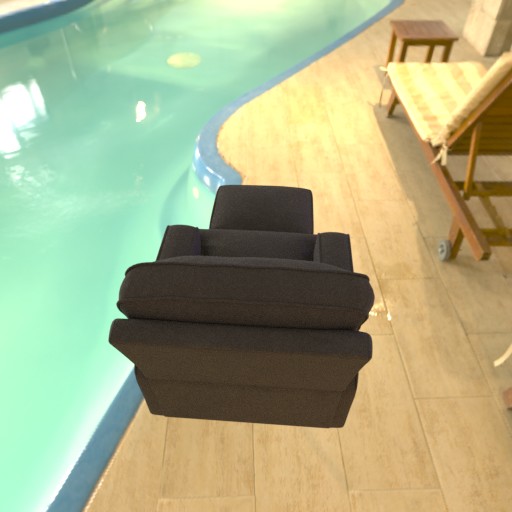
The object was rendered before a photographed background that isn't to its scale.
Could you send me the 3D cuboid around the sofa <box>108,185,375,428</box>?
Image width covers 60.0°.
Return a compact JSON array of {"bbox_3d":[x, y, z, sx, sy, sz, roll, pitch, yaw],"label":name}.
[{"bbox_3d":[0.000,0.000,2.005,0.861,0.959,1.472,3,44,3],"label":"sofa"}]
